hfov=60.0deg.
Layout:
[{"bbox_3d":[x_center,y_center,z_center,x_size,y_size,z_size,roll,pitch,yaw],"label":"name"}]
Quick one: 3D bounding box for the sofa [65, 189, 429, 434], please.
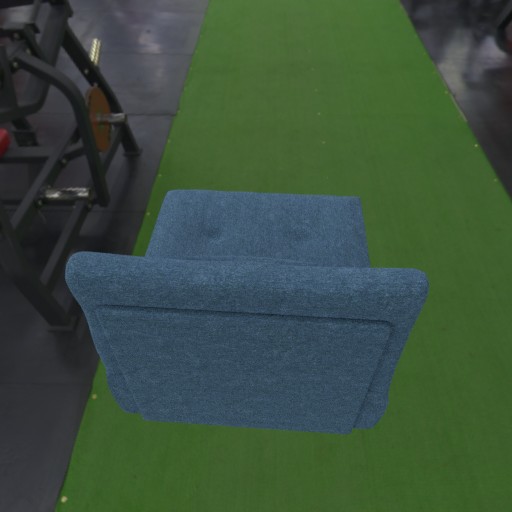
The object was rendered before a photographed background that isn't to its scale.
[{"bbox_3d":[0.000,0.000,1.667,0.930,0.820,1.000,3,47,3],"label":"sofa"}]
